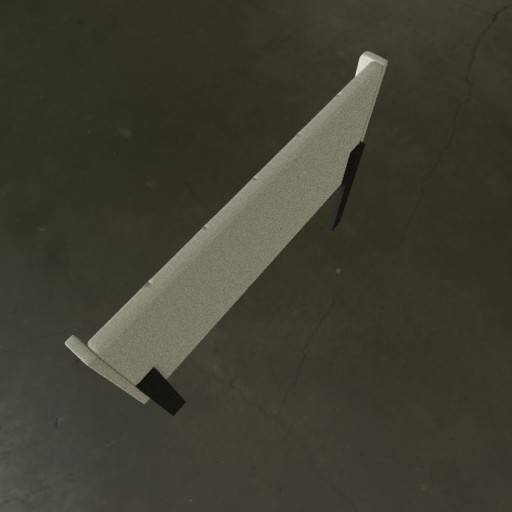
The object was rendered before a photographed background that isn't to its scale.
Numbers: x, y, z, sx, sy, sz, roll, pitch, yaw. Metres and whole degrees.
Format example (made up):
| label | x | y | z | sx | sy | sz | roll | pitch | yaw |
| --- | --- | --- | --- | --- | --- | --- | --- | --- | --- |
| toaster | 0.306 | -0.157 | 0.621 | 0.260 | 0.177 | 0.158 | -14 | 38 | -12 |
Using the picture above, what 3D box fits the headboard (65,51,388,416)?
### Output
| label | x | y | z | sx | sy | sz | roll | pitch | yaw |
| --- | --- | --- | --- | --- | --- | --- | --- | --- | --- |
| headboard | 0.000 | 0.000 | 2.650 | 0.184 | 1.524 | 2.051 | 36 | 69 | 17 |
